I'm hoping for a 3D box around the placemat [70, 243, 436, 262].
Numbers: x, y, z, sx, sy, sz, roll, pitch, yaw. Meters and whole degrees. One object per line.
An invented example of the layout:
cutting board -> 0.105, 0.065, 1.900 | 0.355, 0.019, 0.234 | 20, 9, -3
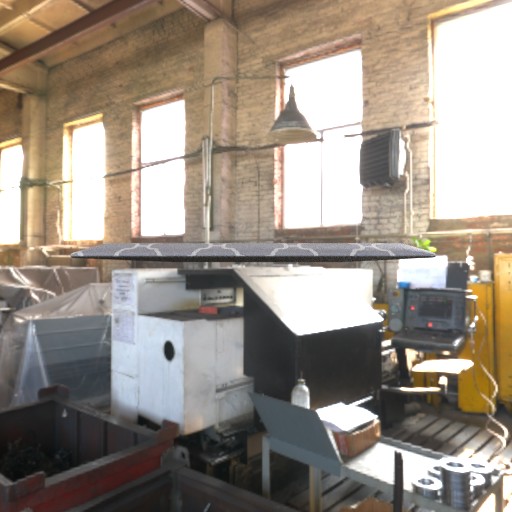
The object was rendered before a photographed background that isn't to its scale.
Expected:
placemat -> 0.000, 0.000, 0.963 | 0.508, 0.021, 0.762 | 0, -1, 1
